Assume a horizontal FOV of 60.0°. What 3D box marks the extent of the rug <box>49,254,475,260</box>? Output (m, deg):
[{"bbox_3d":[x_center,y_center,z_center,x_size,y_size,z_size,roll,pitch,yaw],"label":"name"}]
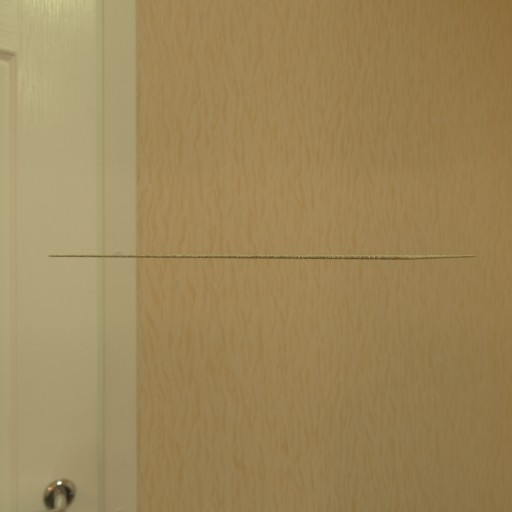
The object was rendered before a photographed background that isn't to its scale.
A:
[{"bbox_3d":[0.000,0.000,2.984,2.448,0.012,1.540,0,0,35],"label":"rug"}]
